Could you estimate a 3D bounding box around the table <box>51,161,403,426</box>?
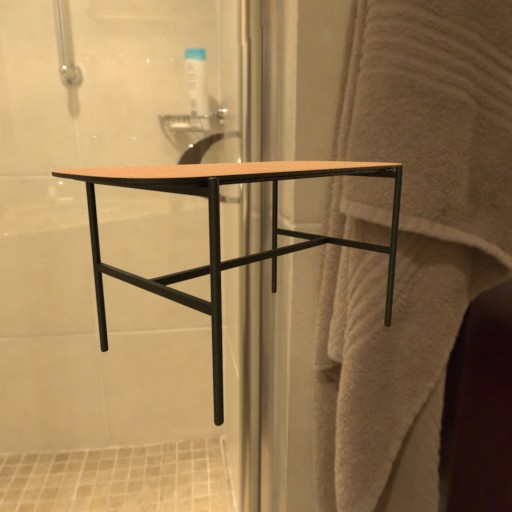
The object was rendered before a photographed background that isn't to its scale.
[{"bbox_3d":[0.000,0.000,1.007,0.400,0.400,0.800,13,19,42],"label":"table"}]
